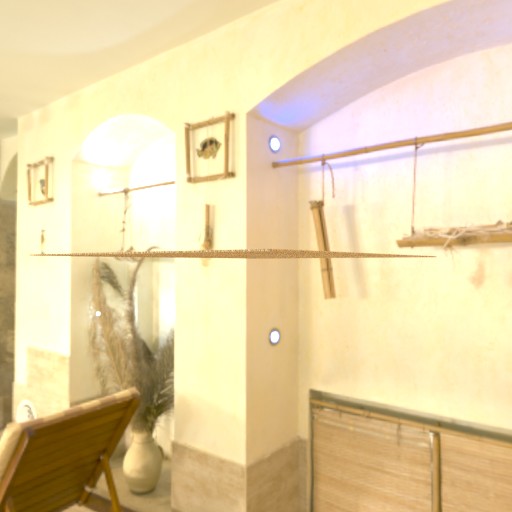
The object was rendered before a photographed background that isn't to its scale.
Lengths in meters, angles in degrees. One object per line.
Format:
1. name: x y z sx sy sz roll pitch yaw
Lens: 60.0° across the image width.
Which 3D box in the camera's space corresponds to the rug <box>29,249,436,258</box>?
1. rug: 0.000 0.000 4.096 2.439 0.013 3.048 -1 -1 37
